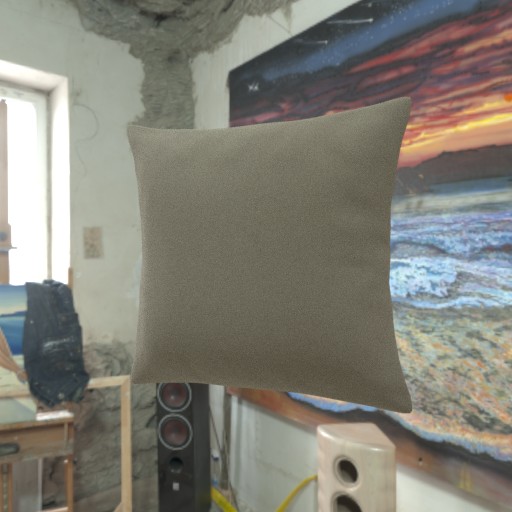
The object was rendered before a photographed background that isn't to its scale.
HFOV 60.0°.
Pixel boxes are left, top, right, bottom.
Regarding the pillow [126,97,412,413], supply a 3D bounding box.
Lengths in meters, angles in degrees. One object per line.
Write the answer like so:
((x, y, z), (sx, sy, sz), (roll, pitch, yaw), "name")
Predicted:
((0.000, 0.000, 0.788), (0.526, 0.507, 0.166), (0, 1, 18), "pillow")
